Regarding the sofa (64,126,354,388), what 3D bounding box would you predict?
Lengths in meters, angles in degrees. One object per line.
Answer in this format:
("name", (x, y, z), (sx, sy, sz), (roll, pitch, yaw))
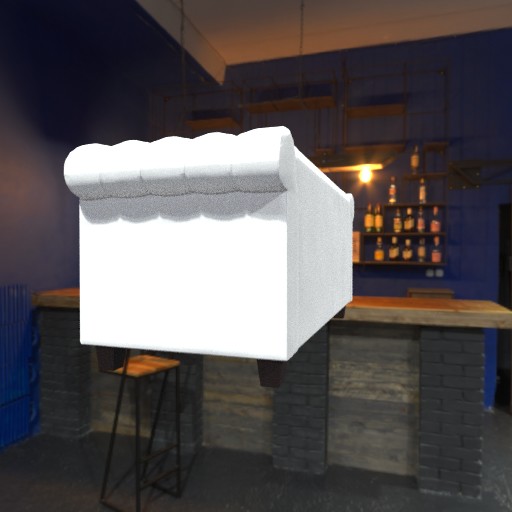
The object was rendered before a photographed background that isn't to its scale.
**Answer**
("sofa", (0.000, 0.000, 2.194), (0.771, 0.796, 1.798), (0, 1, 19))
